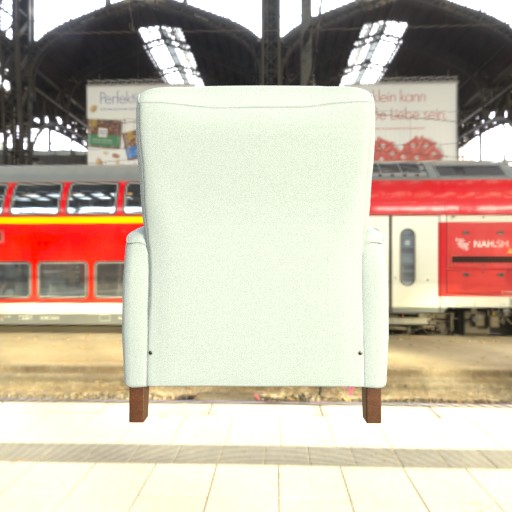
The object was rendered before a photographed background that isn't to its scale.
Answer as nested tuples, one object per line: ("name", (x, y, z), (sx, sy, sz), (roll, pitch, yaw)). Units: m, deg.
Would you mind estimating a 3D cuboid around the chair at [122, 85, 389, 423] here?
("chair", (0.000, 0.000, 1.668), (0.853, 1.007, 0.846), (0, 0, 1))
